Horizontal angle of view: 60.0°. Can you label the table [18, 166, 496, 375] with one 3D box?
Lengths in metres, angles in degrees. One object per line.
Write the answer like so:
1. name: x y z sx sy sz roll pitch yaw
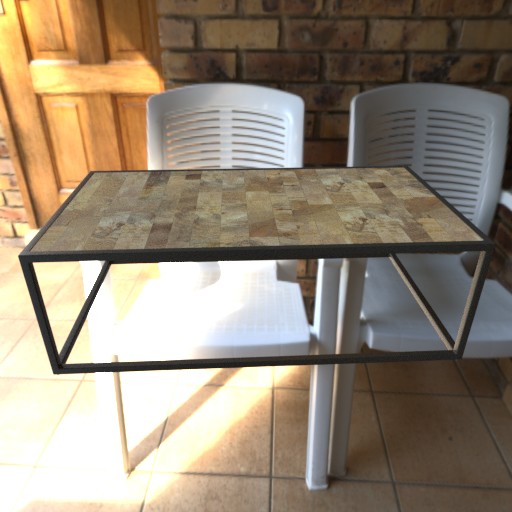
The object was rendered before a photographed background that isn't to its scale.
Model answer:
1. table: 0.000 0.000 1.487 1.199 0.398 0.649 -1 29 -3
